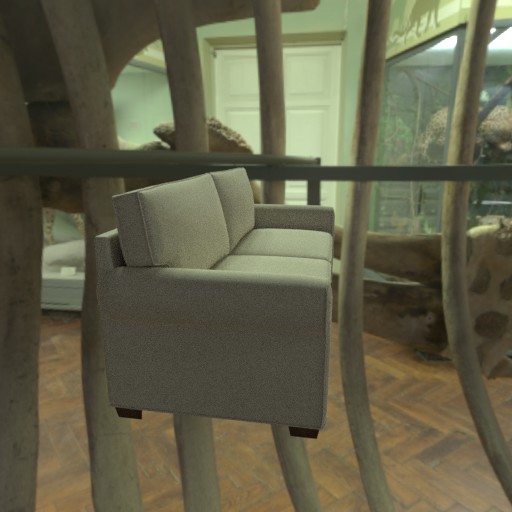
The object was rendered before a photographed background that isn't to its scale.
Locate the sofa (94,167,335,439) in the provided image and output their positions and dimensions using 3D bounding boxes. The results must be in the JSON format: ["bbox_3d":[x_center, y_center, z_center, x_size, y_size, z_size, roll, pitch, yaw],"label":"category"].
[{"bbox_3d":[0.000,0.000,2.611,0.901,0.962,2.146,2,14,10],"label":"sofa"}]
